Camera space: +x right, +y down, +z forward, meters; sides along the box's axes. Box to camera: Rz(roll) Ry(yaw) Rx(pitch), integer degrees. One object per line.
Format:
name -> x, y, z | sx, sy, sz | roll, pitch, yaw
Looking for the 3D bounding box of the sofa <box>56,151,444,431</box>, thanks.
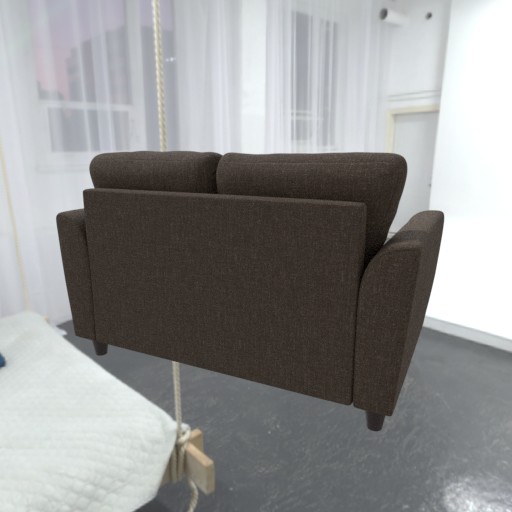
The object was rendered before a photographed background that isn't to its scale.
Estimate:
sofa -> 0.000, 0.000, 1.913 | 1.423, 0.885, 0.851 | 7, 15, 26
